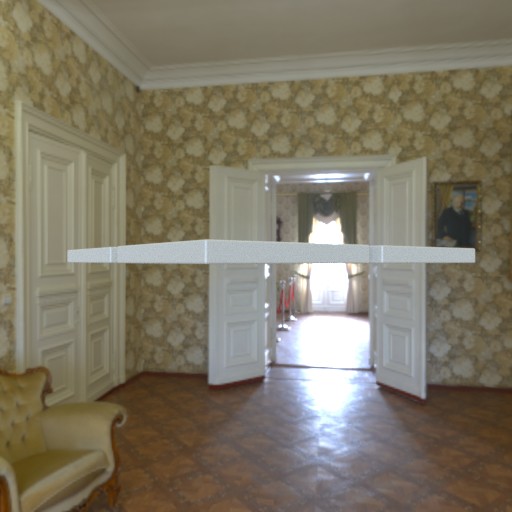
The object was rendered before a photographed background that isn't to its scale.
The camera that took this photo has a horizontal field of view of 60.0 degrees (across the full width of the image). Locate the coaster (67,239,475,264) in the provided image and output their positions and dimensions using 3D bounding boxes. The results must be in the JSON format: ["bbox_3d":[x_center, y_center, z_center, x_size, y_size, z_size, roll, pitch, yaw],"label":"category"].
[{"bbox_3d":[0.000,0.000,0.329,0.214,0.010,0.219,0,-1,-37],"label":"coaster"}]
